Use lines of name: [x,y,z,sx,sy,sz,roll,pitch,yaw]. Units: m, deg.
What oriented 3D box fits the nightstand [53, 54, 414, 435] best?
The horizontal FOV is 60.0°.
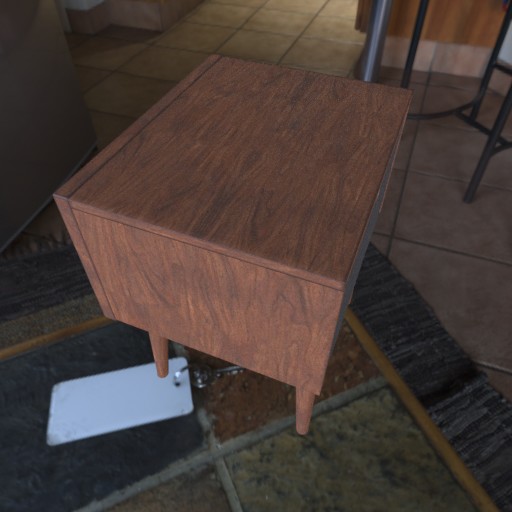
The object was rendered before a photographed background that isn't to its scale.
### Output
nightstand: [0.000,0.000,0.970,0.445,0.607,0.521,17,49,15]
